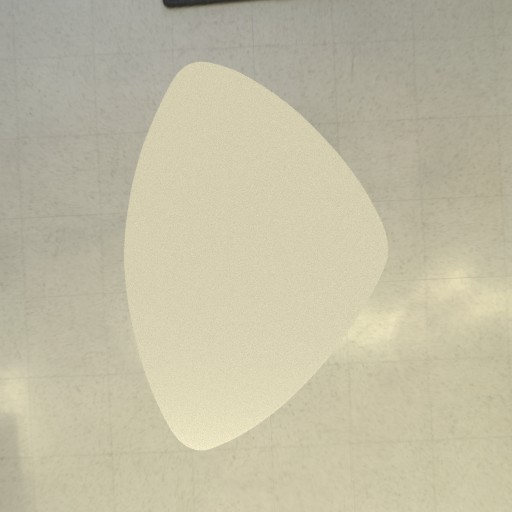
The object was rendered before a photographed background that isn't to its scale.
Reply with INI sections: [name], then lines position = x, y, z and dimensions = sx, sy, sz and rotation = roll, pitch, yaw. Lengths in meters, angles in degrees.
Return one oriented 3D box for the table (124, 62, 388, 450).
[table]
position = 0.000, 0.000, 1.645
dimensions = 0.850, 0.440, 1.250
rotation = 0, 90, 0
